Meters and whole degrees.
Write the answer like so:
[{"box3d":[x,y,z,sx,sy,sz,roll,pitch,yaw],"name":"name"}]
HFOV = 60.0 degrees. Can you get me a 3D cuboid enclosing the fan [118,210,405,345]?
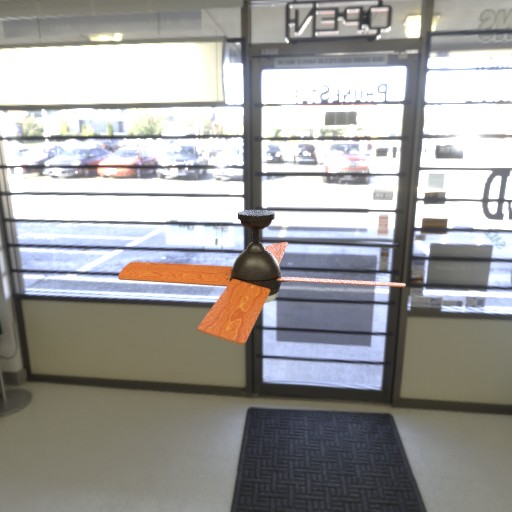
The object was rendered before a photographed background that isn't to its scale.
[{"box3d":[0.000,0.000,2.045,1.332,0.403,1.332,3,15,10],"name":"fan"}]
